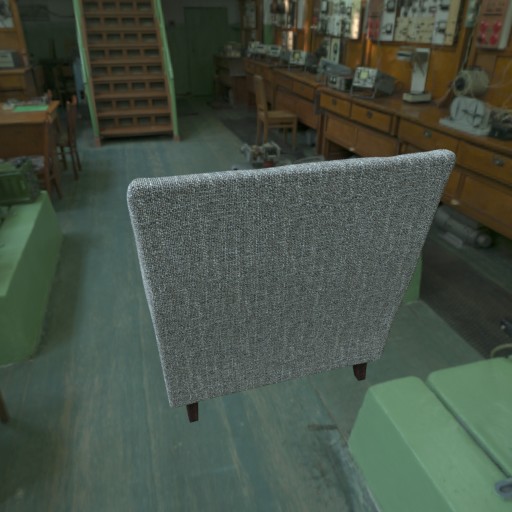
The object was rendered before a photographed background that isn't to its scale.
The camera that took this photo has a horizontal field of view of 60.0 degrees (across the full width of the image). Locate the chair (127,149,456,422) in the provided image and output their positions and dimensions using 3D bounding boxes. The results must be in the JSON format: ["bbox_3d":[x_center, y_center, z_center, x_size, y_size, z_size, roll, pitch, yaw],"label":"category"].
[{"bbox_3d":[0.000,0.000,1.643,0.864,0.928,0.873,-9,29,-16],"label":"chair"}]
